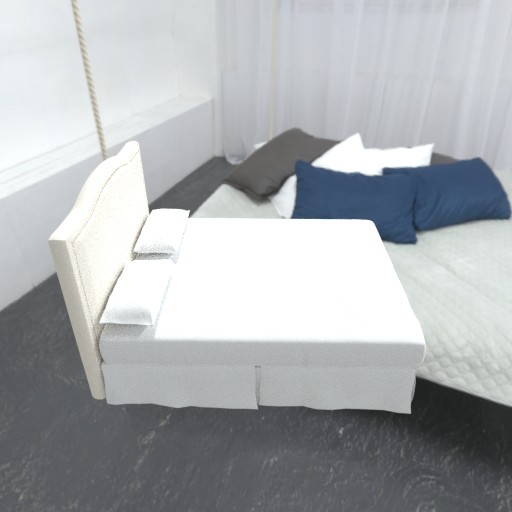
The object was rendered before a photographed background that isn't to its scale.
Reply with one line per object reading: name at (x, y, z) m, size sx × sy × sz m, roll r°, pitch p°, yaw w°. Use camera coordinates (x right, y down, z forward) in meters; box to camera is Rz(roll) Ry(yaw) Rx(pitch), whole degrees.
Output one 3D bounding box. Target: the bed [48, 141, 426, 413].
bed at (0.000, 0.000, 3.479) m, size 2.282 × 1.436 × 1.821 m, roll 1°, pitch 33°, yaw 1°
